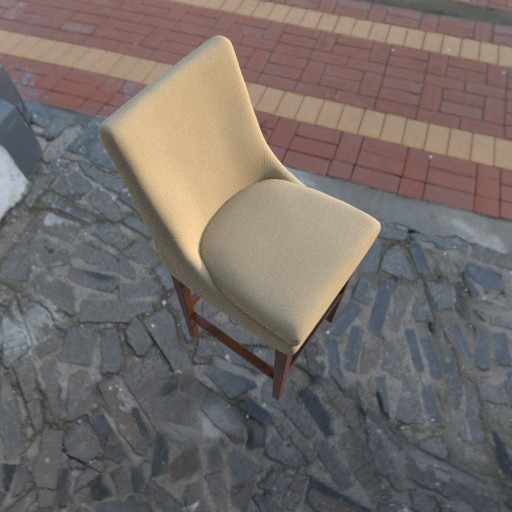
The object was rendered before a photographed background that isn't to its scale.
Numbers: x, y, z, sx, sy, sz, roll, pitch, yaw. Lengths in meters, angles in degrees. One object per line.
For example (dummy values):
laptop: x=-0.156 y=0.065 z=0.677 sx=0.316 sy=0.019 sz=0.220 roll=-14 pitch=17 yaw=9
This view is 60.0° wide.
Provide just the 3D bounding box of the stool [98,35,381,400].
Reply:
stool: x=0.000 y=0.000 z=1.385 sx=0.577 sy=1.078 sz=0.470 roll=32 pitch=64 yaw=18
